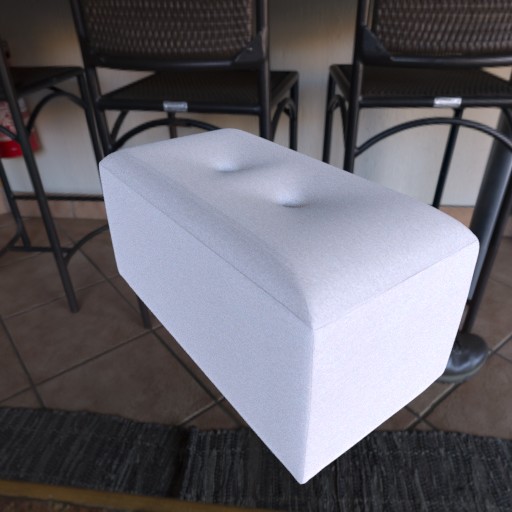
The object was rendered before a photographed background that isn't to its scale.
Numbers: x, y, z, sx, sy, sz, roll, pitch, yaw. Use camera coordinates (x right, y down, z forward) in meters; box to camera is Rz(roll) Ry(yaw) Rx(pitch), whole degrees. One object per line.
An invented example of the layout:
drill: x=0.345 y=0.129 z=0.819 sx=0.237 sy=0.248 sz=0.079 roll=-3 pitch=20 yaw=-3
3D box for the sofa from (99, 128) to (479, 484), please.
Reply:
sofa: x=0.000 y=0.000 z=1.174 sx=0.480 sy=0.470 sz=0.930 roll=-21 pitch=38 yaw=-31
